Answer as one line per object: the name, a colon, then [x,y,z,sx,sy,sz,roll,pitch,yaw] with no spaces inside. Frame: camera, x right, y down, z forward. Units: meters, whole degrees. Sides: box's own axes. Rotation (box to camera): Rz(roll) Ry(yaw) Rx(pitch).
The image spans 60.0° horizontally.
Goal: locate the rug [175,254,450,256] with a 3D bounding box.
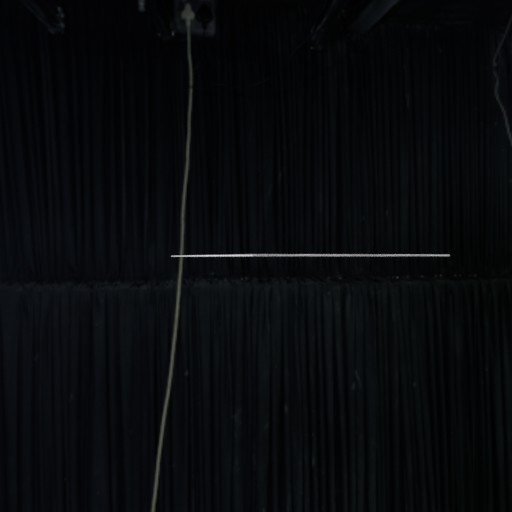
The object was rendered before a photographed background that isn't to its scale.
rug: [0.000,0.000,2.691,0.766,0.008,2.432,0,0,-17]
